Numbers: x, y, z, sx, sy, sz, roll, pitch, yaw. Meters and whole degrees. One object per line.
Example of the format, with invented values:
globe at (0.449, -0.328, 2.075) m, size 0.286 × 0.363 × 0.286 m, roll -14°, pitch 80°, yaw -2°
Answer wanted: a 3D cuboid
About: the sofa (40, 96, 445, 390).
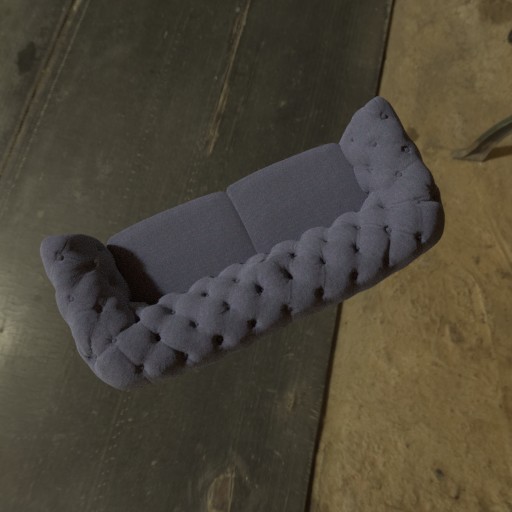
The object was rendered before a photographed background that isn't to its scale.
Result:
sofa at (0.000, 0.000, 2.877) m, size 2.335 × 0.836 × 1.046 m, roll -24°, pitch 76°, yaw -7°
